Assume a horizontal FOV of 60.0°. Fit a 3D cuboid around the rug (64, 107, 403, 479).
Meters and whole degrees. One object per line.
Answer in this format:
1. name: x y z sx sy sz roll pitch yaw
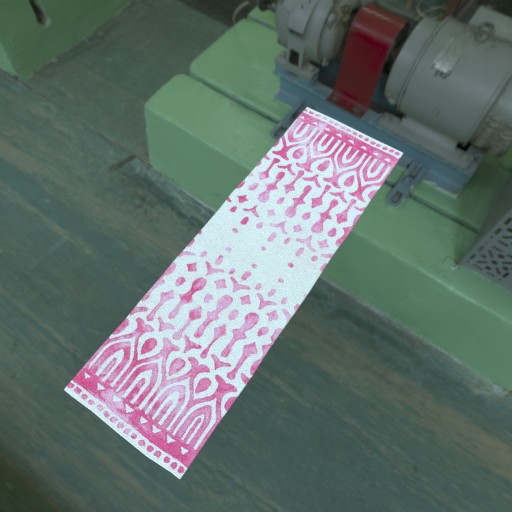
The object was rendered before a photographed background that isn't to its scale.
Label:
1. rug: 0.000 0.000 2.700 0.787 0.011 2.458 32 68 15
